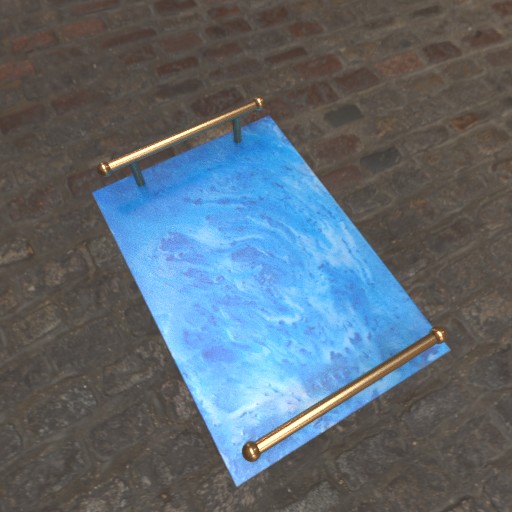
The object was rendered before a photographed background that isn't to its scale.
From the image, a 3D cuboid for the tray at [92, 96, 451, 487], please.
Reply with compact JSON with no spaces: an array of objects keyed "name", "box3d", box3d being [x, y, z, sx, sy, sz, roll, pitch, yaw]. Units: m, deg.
[{"name":"tray","box3d":[0.000,0.000,0.576,0.304,0.084,0.444,-27,67,-13]}]
